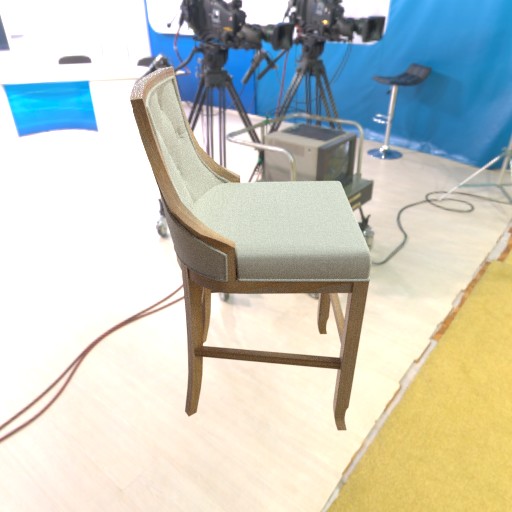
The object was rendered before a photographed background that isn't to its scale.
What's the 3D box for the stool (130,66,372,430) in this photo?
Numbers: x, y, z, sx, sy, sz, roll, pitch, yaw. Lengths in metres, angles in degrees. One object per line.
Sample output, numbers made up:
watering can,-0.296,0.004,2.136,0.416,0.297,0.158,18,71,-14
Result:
stool,0.000,0.000,1.464,0.626,1.101,0.524,0,32,0
